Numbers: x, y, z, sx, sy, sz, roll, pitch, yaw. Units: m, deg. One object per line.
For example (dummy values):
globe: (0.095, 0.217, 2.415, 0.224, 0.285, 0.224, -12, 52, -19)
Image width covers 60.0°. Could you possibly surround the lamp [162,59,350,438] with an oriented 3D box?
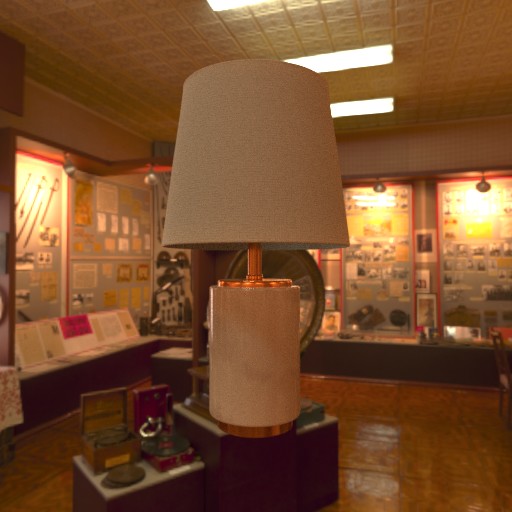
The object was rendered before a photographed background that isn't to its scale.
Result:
lamp: (0.000, 0.000, 0.456, 0.189, 0.340, 0.189, 0, -1, 0)
